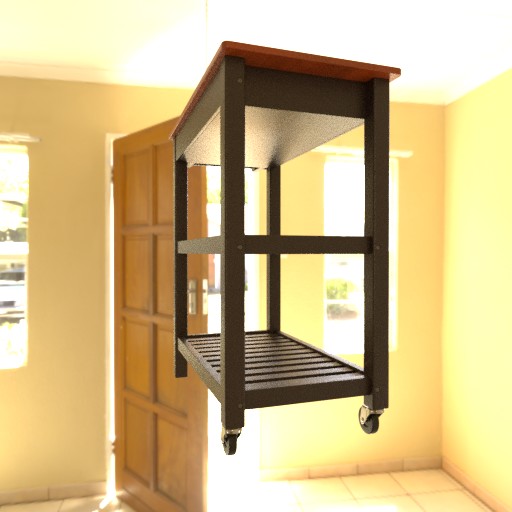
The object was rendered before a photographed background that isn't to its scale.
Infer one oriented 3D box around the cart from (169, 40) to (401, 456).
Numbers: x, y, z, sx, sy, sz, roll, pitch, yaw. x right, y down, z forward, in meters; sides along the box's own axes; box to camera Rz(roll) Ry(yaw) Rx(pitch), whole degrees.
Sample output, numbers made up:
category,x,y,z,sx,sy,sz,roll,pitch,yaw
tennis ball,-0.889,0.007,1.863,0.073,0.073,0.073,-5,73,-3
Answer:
category,x,y,z,sx,sy,sz,roll,pitch,yaw
cart,0.000,0.000,1.442,0.457,0.927,0.899,0,1,-19
